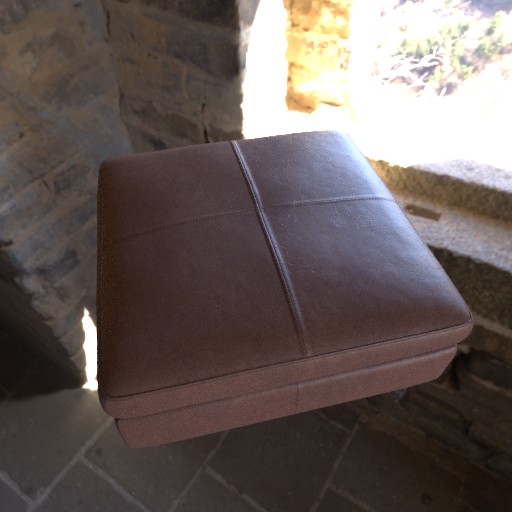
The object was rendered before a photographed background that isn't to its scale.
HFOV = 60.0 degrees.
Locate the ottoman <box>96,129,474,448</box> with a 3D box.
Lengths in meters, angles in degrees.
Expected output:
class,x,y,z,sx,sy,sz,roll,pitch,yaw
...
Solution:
class,x,y,z,sx,sy,sz,roll,pitch,yaw
ottoman,0.000,0.000,1.752,1.168,0.490,1.168,-10,48,-9
